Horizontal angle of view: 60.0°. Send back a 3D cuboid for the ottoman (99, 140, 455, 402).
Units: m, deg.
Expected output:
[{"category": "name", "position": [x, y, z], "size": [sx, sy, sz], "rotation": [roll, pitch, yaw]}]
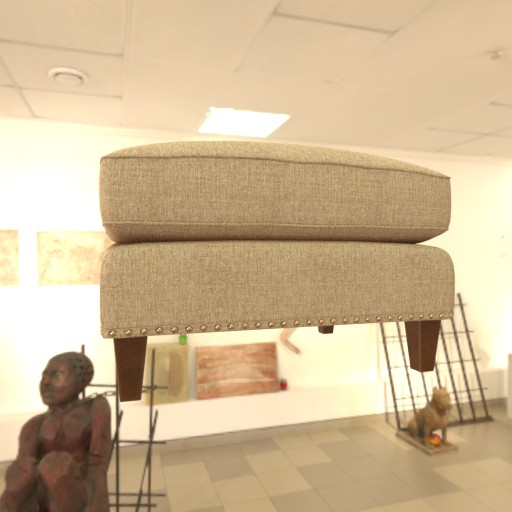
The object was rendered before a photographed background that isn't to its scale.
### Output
[{"category": "ottoman", "position": [0.000, 0.000, 1.129], "size": [0.741, 0.513, 0.584], "rotation": [0, 1, -18]}]
